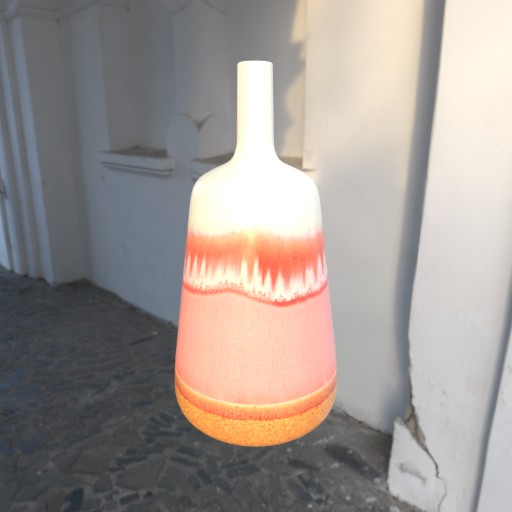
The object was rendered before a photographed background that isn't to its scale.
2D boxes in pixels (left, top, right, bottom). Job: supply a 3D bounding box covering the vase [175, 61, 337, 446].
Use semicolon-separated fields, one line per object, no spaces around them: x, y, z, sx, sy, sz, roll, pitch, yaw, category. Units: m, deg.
0.000;0.000;0.368;0.144;0.296;0.144;0;16;0;vase
